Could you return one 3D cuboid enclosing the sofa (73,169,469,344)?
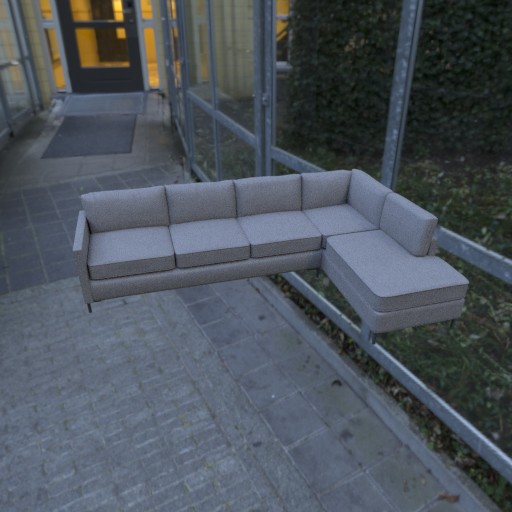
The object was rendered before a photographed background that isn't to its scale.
[{"bbox_3d":[0.000,0.000,4.355,3.331,0.964,2.077,-8,30,-13],"label":"sofa"}]
